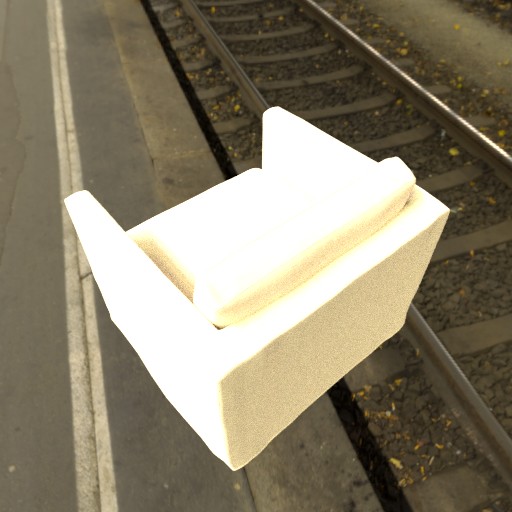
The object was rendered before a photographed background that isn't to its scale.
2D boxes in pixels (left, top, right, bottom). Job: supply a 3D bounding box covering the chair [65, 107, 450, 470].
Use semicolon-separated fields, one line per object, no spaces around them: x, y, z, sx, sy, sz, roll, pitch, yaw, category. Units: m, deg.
0.000;0.000;1.753;1.057;0.851;0.947;-32;54;-26;chair
